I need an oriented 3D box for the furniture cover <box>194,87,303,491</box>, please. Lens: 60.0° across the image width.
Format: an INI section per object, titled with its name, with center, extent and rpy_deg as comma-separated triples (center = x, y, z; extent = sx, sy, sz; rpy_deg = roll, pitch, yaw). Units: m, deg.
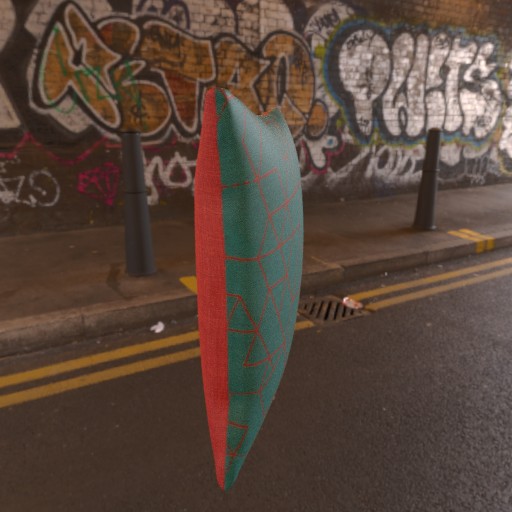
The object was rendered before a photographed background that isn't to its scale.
[furniture cover]
center = 0.000, 0.000, 0.764
extent = 0.158, 0.508, 0.517
rpy_deg = 3, 17, 9
